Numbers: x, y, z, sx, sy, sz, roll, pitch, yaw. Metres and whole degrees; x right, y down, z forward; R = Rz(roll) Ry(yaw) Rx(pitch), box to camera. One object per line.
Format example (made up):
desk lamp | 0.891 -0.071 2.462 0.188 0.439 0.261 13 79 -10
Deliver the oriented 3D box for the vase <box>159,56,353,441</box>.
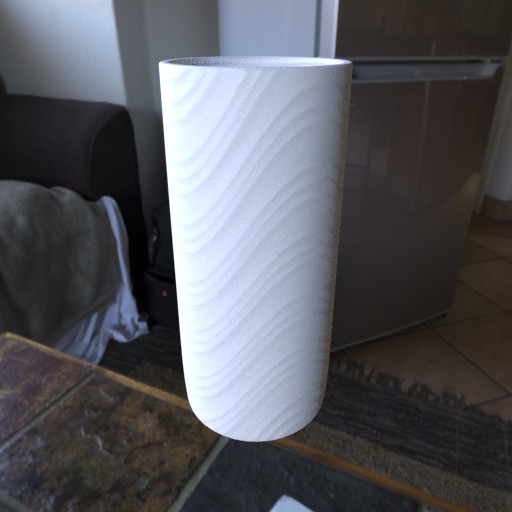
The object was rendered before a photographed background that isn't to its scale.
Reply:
vase | 0.000 0.000 0.391 0.143 0.316 0.143 0 27 0
